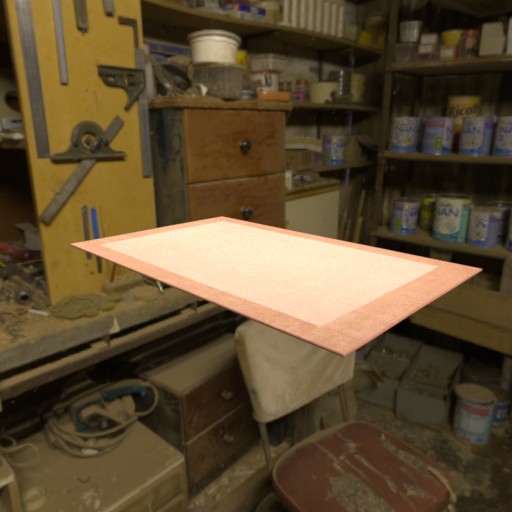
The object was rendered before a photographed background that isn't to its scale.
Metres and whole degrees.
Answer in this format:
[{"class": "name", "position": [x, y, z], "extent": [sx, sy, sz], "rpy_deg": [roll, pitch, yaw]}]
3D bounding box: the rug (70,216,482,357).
[{"class": "rug", "position": [0.000, 0.000, 3.043], "extent": [2.438, 0.014, 1.524], "rpy_deg": [15, 22, 42]}]
